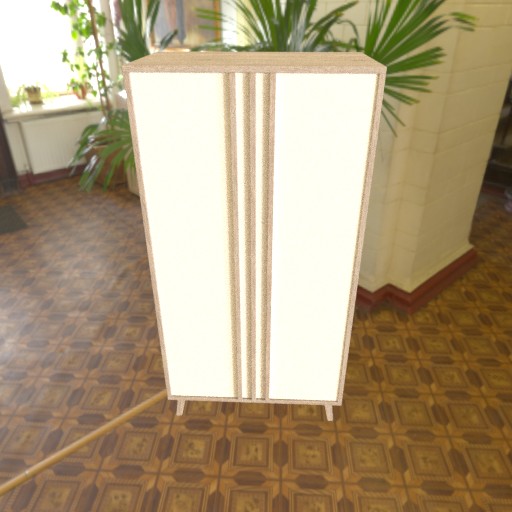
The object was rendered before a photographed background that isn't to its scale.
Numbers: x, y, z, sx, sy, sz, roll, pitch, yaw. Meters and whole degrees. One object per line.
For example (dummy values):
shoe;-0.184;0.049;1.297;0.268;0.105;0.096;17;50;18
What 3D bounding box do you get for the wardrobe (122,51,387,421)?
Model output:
wardrobe;0.000;0.000;2.395;1.000;1.960;0.600;1;30;2
